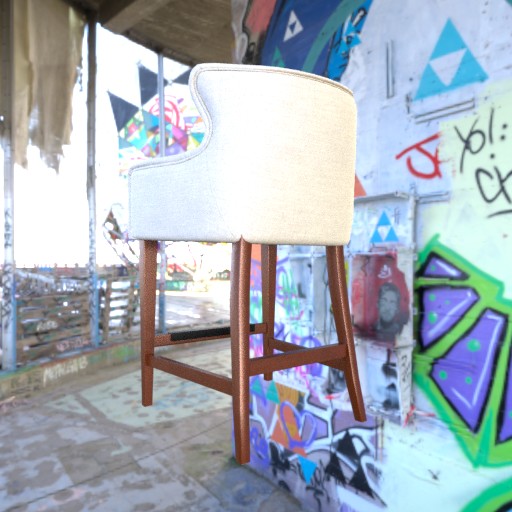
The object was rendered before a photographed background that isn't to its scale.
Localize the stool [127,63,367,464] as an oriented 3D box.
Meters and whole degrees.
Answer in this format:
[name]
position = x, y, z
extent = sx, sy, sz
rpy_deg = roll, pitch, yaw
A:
[stool]
position = 0.000, 0.000, 1.400
extent = 0.615, 0.987, 0.637
rpy_deg = 0, 0, -36
